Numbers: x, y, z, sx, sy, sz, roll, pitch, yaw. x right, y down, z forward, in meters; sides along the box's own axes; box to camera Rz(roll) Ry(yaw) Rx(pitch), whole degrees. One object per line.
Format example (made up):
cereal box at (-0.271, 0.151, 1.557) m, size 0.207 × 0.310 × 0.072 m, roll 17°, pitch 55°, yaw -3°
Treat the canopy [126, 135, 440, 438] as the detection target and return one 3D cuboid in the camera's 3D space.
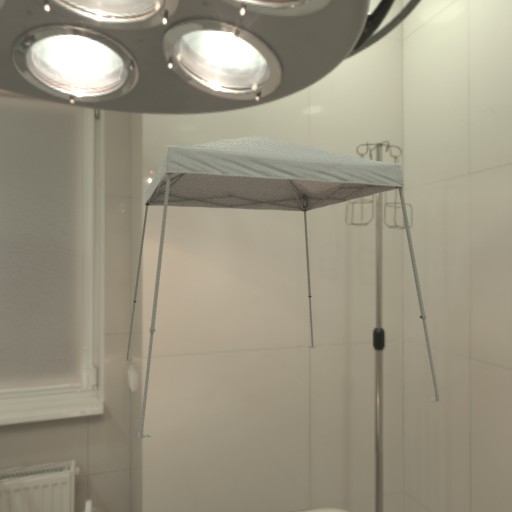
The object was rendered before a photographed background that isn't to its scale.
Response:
canopy at (0.000, 0.000, 5.239) m, size 2.849 × 2.849 × 2.848 m, roll 0°, pitch -1°, yaw -18°
